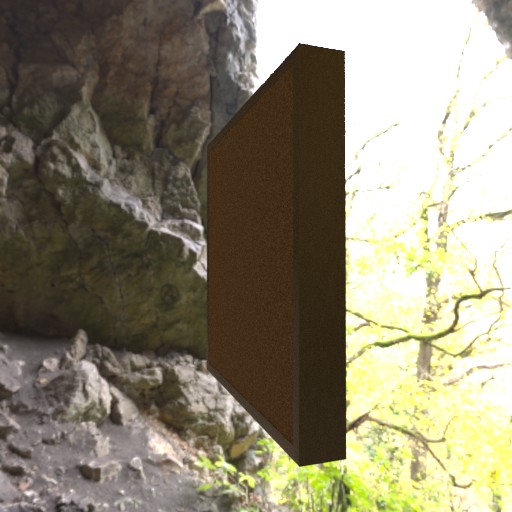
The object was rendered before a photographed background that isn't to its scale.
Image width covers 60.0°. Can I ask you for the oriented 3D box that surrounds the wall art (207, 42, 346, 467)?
[{"bbox_3d":[0.000,0.000,0.468,0.038,0.305,0.304,0,-1,-19],"label":"wall art"}]
